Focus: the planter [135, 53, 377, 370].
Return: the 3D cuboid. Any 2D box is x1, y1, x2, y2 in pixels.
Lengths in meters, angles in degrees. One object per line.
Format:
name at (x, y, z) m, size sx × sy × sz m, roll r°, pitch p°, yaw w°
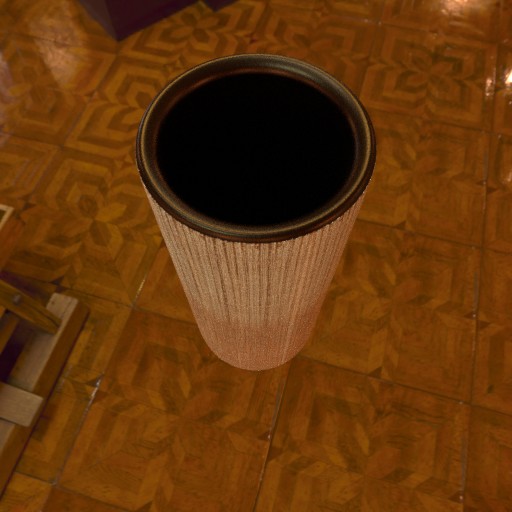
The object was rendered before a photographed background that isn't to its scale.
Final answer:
planter at (0.000, 0.000, 0.284) m, size 0.100 × 0.227 × 0.100 m, roll 17°, pitch 65°, yaw 8°
